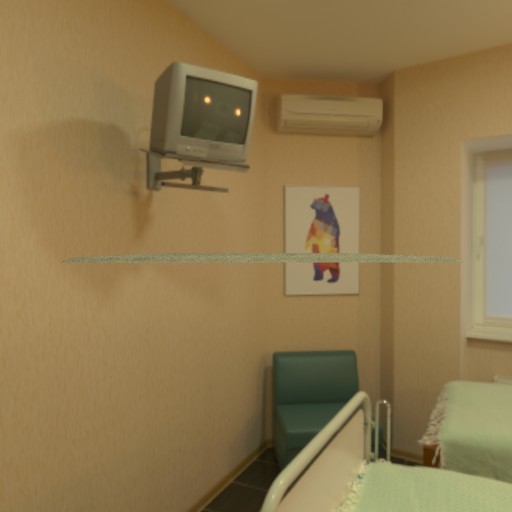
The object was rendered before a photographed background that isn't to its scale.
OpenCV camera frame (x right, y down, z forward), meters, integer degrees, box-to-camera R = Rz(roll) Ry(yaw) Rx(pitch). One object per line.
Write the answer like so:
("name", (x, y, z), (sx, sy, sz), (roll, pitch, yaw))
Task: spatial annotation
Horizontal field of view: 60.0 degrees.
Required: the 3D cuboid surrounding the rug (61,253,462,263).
("rug", (0.000, 0.000, 3.937), (2.332, 0.027, 2.933), (0, 1, -2))
